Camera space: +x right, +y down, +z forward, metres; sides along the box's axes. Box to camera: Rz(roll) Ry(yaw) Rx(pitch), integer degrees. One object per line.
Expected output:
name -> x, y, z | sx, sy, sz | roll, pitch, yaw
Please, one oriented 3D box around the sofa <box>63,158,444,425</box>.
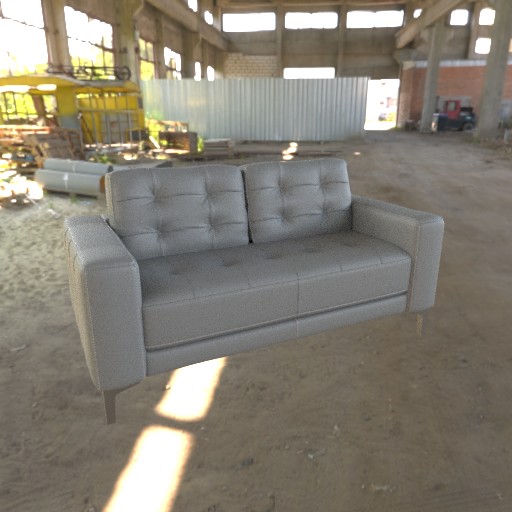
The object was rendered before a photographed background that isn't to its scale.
sofa -> 0.000, 0.000, 2.224 | 1.726, 0.892, 0.833 | -9, 20, -25
